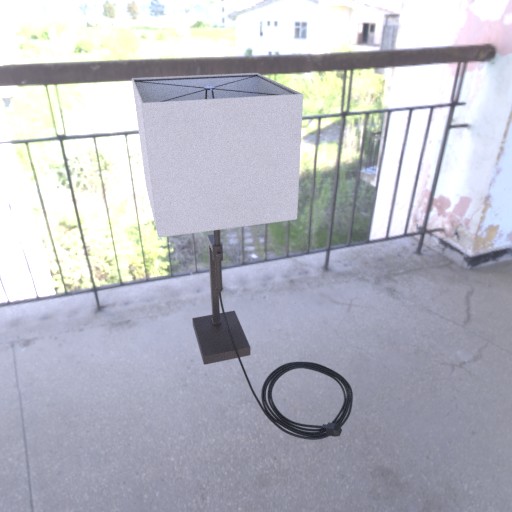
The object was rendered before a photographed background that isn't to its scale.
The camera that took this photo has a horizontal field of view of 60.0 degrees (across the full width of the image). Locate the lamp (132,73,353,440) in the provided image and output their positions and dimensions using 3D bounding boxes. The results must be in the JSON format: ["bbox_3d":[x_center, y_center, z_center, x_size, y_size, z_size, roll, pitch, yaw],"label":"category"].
[{"bbox_3d":[0.000,0.000,0.946,0.399,0.660,0.504,-9,31,-14],"label":"lamp"}]
